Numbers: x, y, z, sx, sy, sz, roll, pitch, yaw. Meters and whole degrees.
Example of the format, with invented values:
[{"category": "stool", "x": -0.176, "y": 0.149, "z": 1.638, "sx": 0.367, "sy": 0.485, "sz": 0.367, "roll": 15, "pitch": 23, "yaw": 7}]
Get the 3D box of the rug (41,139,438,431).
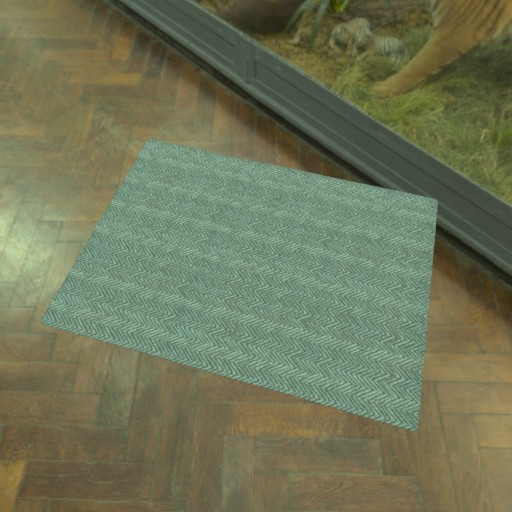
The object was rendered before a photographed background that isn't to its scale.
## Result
[{"category": "rug", "x": 0.000, "y": 0.000, "z": 5.154, "sx": 3.957, "sy": 0.011, "sz": 2.894, "roll": 14, "pitch": 59, "yaw": 8}]
